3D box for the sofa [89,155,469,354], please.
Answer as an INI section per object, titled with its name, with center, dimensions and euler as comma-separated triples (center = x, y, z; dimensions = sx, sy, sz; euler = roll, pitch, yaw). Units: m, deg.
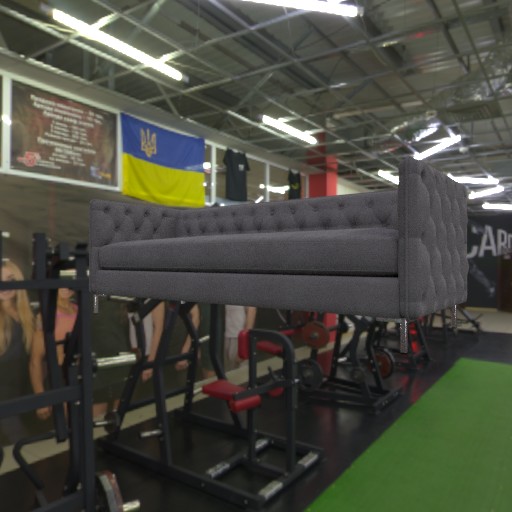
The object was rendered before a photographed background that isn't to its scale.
[sofa]
center = 0.000, 0.000, 2.662
dimensions = 2.209, 0.771, 0.895
euler = 0, 0, 37
